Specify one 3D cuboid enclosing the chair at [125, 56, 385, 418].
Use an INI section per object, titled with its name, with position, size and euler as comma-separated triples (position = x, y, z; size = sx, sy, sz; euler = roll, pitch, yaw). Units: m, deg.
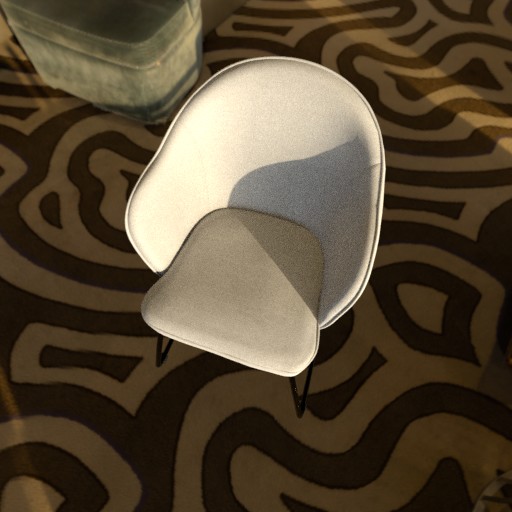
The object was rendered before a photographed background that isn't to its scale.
[chair]
position = 0.000, 0.000, 1.206
size = 0.570, 0.817, 0.592
euler = 16, 60, 10
